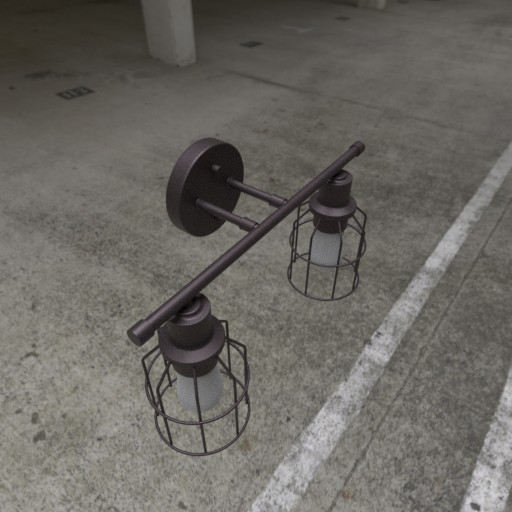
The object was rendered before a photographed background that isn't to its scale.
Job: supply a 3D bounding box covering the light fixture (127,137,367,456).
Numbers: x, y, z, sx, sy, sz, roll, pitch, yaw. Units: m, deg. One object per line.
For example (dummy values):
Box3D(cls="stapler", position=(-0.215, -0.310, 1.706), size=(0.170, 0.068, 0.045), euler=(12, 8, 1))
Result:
Box3D(cls="light fixture", position=(0.000, 0.000, 0.539), size=(0.165, 0.254, 0.406), euler=(26, 47, 26))
